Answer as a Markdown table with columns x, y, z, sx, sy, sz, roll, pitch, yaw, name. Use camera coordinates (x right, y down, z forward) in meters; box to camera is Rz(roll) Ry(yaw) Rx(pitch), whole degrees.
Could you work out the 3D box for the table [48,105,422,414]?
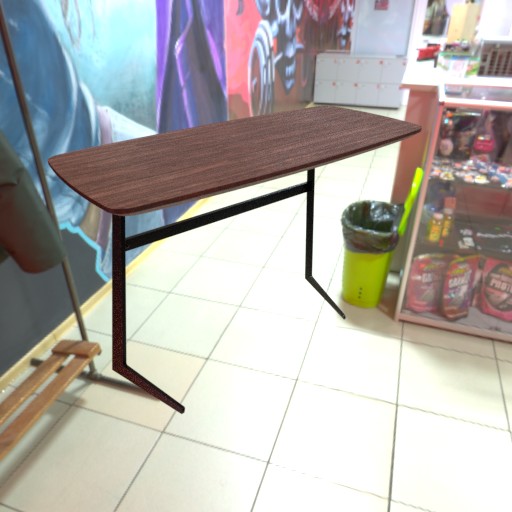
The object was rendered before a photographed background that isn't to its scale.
| x | y | z | sx | sy | sz | roll | pitch | yaw | name |
| --- | --- | --- | --- | --- | --- | --- | --- | --- | --- |
| 0.000 | 0.000 | 1.098 | 0.804 | 0.576 | 0.361 | -22 | 37 | -33 | table |
